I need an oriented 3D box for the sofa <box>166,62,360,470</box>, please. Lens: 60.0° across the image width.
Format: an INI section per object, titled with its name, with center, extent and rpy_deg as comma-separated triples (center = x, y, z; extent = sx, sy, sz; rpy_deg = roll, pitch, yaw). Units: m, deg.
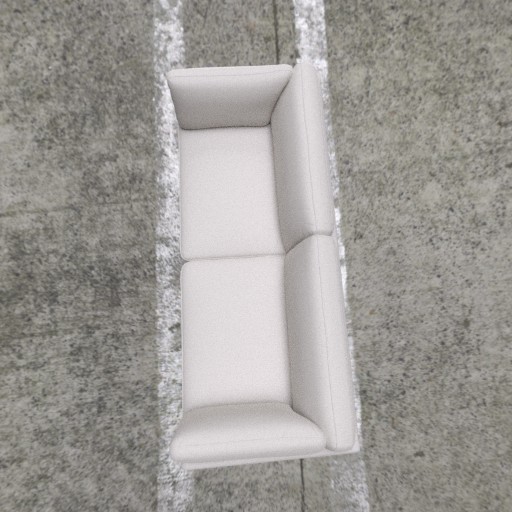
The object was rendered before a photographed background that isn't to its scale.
[sofa]
center = 0.000, 0.000, 2.723
extent = 0.957, 0.863, 2.301
rpy_deg = -3, 76, -1
